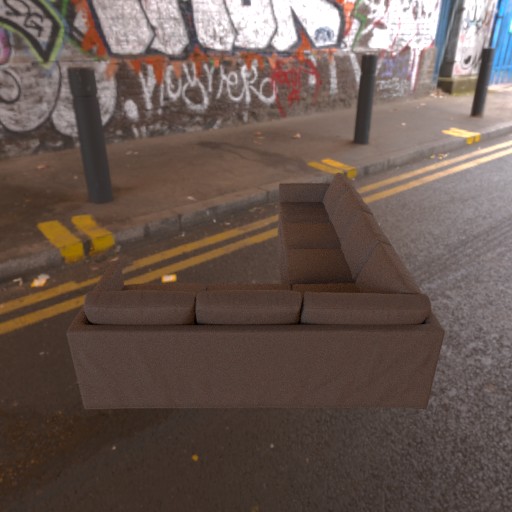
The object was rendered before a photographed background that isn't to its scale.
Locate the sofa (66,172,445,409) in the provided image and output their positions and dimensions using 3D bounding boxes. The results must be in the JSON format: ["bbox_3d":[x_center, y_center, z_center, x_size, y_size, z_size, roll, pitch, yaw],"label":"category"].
[{"bbox_3d":[0.000,0.000,4.329,2.432,0.871,3.182,0,26,0],"label":"sofa"}]
